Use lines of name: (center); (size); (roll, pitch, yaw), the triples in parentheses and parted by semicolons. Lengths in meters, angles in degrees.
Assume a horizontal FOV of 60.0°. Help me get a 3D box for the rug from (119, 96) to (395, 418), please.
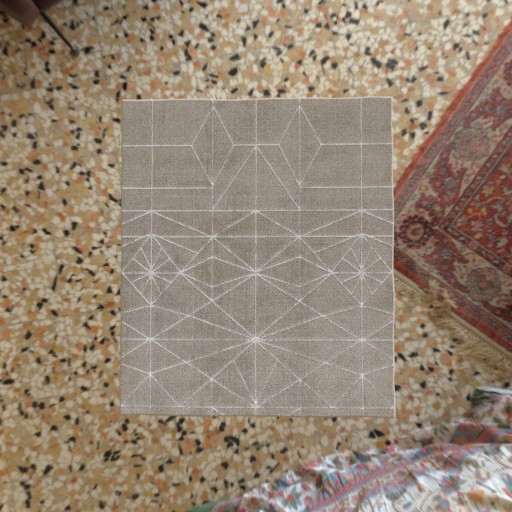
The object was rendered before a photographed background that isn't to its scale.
rug: (0.000, 0.000, 0.886); (0.548, 0.006, 0.639); (0, 88, 2)
